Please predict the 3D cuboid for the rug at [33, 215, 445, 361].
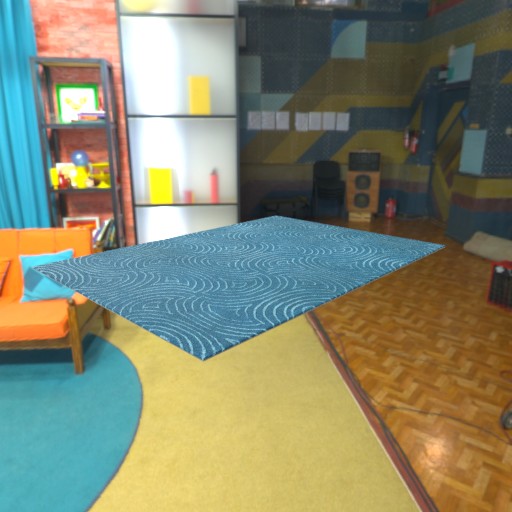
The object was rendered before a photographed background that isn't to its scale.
[{"bbox_3d":[0.000,0.000,2.808,1.543,0.015,2.144,15,22,42],"label":"rug"}]
